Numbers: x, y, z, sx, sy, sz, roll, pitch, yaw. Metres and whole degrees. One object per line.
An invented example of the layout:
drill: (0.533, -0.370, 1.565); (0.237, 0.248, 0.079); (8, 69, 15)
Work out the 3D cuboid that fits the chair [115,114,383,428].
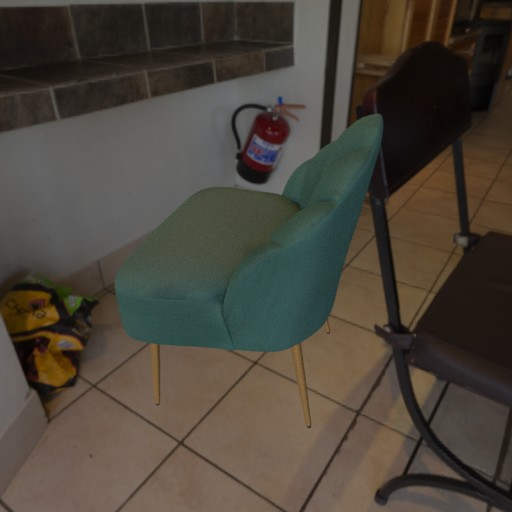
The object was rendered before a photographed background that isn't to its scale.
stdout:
chair: (0.000, 0.000, 1.267); (0.599, 0.819, 0.657); (8, 31, 13)
